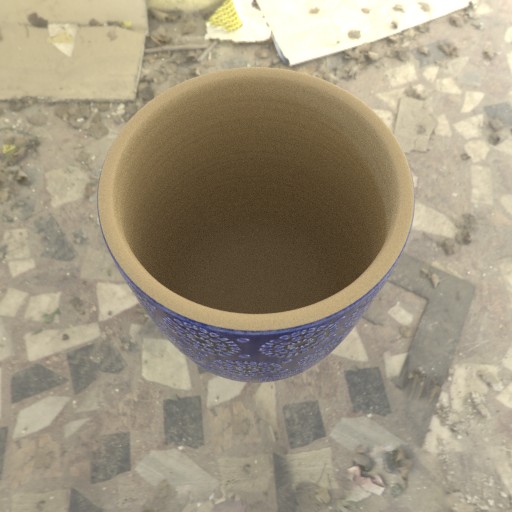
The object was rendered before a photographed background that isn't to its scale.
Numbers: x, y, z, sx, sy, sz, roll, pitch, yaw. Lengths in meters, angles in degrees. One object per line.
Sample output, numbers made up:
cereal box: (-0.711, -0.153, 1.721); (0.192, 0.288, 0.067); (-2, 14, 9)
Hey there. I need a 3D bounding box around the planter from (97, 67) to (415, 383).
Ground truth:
planter: (0.000, 0.000, 0.346); (0.184, 0.206, 0.184); (0, 64, 0)
